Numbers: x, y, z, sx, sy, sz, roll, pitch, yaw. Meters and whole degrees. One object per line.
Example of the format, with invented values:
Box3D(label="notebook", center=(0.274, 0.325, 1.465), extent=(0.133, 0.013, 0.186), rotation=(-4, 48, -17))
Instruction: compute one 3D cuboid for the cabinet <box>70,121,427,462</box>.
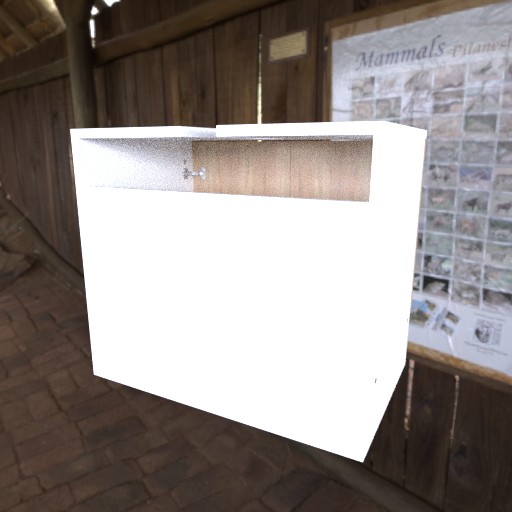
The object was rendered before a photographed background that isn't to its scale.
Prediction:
Box3D(label="cabinet", center=(0.000, 0.000, 0.953), extent=(0.600, 0.522, 0.400), rotation=(7, 16, 27))
